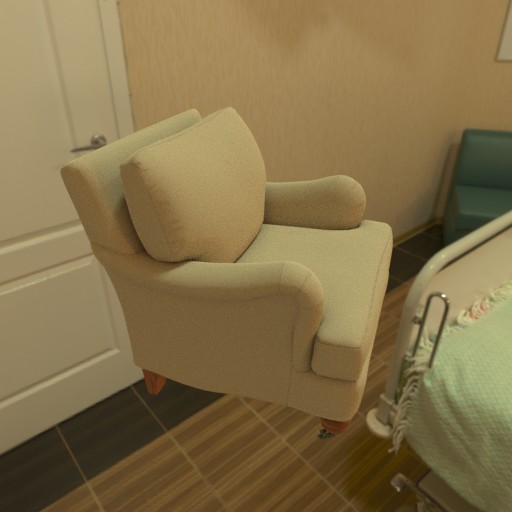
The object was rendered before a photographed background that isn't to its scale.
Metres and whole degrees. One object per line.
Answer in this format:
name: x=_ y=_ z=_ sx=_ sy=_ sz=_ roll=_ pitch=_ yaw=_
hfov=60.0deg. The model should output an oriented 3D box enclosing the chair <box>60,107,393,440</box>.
chair: x=0.000 y=0.000 z=1.865 sx=1.070 sy=1.038 sz=0.955 roll=11 pitch=32 yaw=18
